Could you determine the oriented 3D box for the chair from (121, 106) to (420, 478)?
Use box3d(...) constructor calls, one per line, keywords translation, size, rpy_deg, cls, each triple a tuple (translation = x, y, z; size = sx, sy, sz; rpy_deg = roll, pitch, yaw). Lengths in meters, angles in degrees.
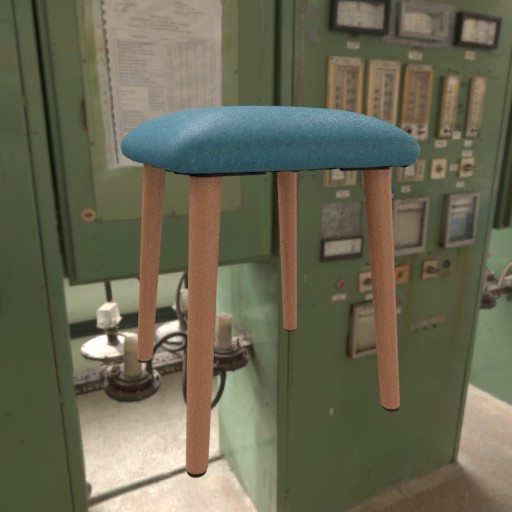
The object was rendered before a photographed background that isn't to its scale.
box3d(translation=(0.000, 0.000, 0.708), size=(0.360, 0.450, 0.360), rpy_deg=(-7, 17, -24), cls="chair")
